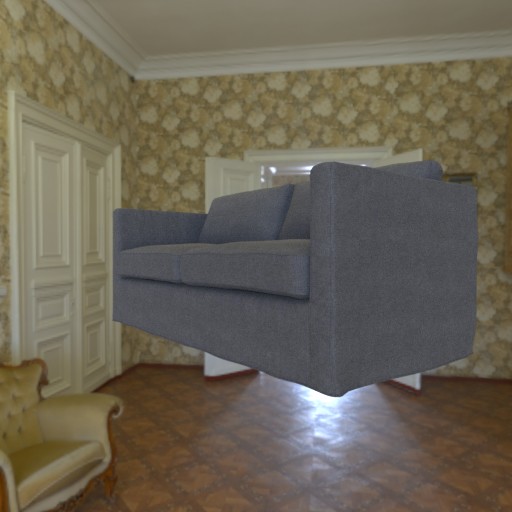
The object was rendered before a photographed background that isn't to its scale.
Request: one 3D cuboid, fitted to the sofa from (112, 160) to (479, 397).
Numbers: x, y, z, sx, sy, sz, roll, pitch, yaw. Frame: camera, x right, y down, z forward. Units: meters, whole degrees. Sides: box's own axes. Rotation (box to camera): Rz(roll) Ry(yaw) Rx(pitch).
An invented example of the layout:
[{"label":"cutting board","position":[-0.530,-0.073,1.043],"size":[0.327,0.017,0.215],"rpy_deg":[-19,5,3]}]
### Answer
[{"label":"sofa","position":[0.000,0.000,2.403],"size":[0.953,0.855,1.982],"rpy_deg":[0,1,-37]}]
